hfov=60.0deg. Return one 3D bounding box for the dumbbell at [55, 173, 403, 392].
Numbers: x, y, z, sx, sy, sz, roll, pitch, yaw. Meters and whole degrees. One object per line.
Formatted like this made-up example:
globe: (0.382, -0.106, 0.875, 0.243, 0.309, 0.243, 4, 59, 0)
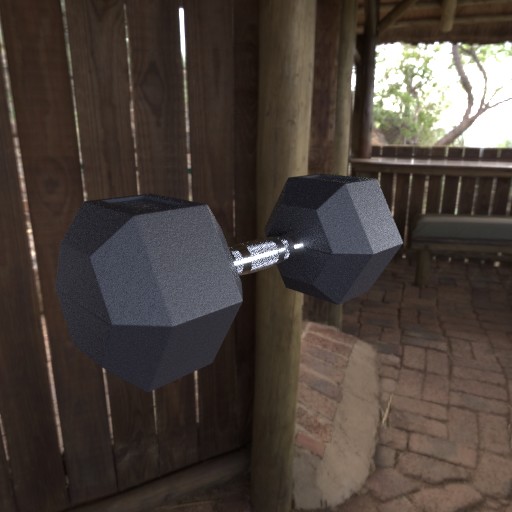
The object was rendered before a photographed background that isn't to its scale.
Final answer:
dumbbell: (0.000, 0.000, 0.446, 0.361, 0.137, 0.157, -15, 22, -42)
